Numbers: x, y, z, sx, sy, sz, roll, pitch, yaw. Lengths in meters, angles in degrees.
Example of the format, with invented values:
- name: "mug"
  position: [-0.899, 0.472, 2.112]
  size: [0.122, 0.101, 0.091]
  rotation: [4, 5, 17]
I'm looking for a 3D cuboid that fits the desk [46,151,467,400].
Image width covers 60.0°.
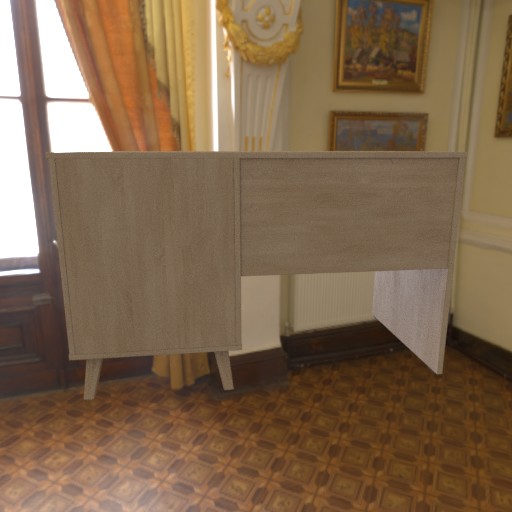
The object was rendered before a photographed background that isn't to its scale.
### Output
- name: "desk"
  position: [0.000, 0.000, 1.680]
  size: [1.251, 0.770, 0.600]
  rotation: [-2, 14, -8]
